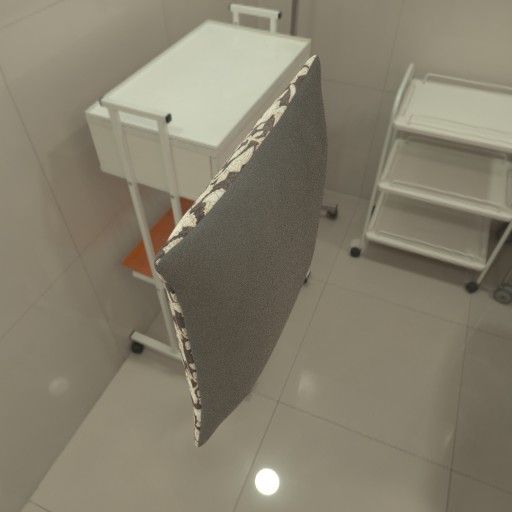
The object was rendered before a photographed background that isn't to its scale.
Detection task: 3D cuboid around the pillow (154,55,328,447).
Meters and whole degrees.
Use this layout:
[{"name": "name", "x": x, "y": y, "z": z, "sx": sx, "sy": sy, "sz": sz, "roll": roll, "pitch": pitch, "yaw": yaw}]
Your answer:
[{"name": "pillow", "x": 0.000, "y": 0.000, "z": 0.783, "sx": 0.166, "sy": 0.507, "sz": 0.526, "roll": 17, "pitch": 49, "yaw": 15}]
